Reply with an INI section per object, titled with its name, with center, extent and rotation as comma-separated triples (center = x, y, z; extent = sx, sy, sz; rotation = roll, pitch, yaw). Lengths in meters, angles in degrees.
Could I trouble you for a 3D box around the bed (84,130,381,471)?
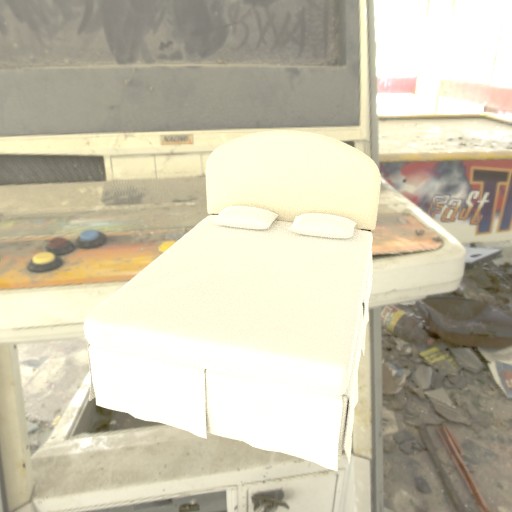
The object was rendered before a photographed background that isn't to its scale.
[bed]
center = 0.000, 0.000, 3.083
extent = 1.607, 1.410, 2.005
rotation = 7, 26, 15
